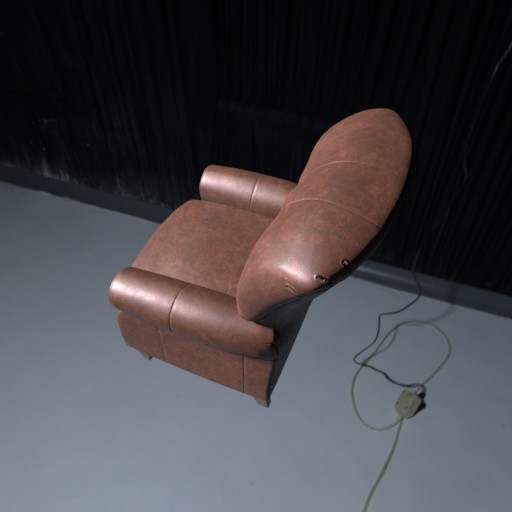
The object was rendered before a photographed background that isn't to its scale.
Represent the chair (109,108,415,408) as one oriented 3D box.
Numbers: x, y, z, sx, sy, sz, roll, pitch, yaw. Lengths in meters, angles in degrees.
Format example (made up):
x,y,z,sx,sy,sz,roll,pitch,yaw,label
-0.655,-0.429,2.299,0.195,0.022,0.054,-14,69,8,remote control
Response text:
x,y,z,sx,sy,sz,roll,pitch,yaw,label
0.000,0.000,1.911,1.031,1.162,0.979,17,49,15,chair
